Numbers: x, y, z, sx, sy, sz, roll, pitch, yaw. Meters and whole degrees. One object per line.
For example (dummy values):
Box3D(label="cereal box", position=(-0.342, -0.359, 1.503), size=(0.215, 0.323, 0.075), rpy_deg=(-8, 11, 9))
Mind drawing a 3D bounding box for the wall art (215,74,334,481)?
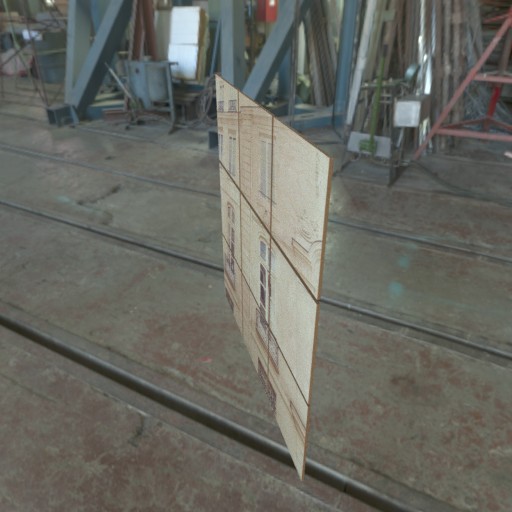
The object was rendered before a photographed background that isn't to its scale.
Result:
Box3D(label="wall art", position=(0.000, 0.000, 2.268), size=(0.023, 1.522, 1.526), rpy_deg=(-9, 32, -14))
